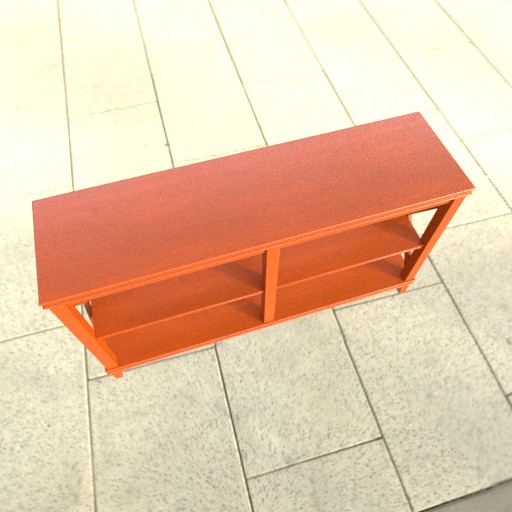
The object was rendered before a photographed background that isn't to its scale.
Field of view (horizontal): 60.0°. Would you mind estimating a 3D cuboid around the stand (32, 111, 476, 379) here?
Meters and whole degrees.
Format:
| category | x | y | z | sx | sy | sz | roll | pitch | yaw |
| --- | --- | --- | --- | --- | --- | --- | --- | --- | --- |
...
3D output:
| category | x | y | z | sx | sy | sz | roll | pitch | yaw |
| --- | --- | --- | --- | --- | --- | --- | --- | --- | --- |
| stand | 0.000 | 0.000 | 1.742 | 1.372 | 0.762 | 0.381 | -15 | 60 | -9 |
